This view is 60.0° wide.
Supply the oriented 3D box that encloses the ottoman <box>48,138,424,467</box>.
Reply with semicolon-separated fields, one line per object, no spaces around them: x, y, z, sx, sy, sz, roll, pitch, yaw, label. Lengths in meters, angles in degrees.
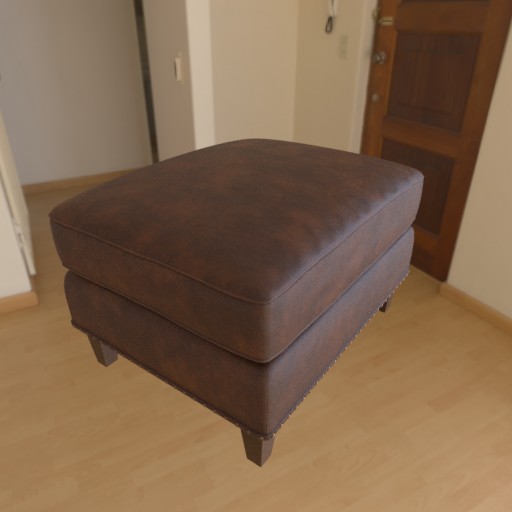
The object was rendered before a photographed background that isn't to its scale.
0.000;0.000;1.123;0.586;0.486;0.742;19;34;31;ottoman
